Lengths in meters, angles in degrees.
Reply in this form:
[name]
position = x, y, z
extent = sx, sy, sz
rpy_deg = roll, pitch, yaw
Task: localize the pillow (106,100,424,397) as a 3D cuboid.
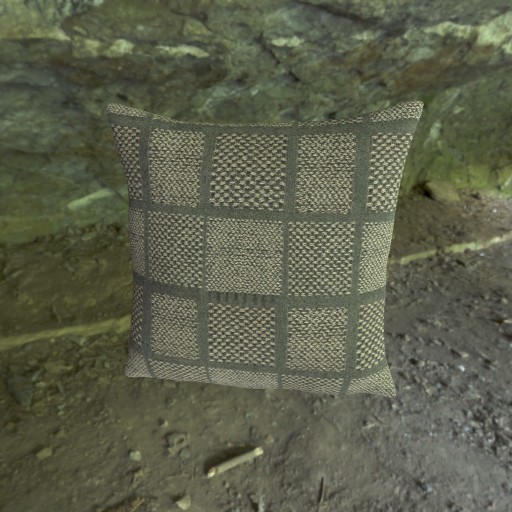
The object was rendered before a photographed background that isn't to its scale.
[pillow]
position = 0.000, 0.000, 0.653
extent = 0.435, 0.432, 0.138
rpy_deg = 2, 15, 8
